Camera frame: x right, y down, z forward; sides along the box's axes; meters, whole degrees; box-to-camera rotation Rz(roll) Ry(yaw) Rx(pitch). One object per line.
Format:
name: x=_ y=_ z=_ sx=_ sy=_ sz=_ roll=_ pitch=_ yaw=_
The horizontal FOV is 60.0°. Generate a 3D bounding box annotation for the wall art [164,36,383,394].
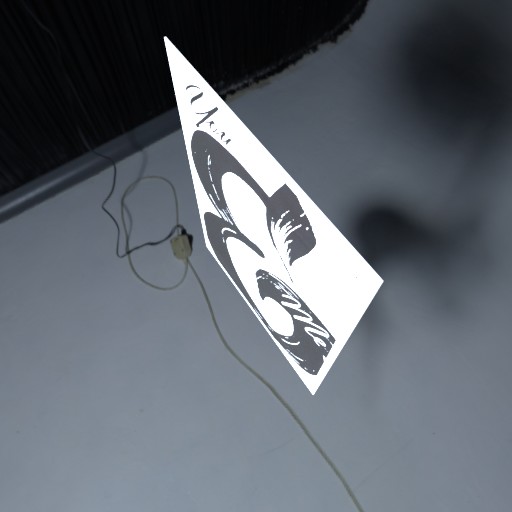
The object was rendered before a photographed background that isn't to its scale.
wall art: x=0.000 y=0.000 z=0.807 sx=0.003 sy=0.609 sz=0.457 roll=-31 pitch=67 yaw=-15
